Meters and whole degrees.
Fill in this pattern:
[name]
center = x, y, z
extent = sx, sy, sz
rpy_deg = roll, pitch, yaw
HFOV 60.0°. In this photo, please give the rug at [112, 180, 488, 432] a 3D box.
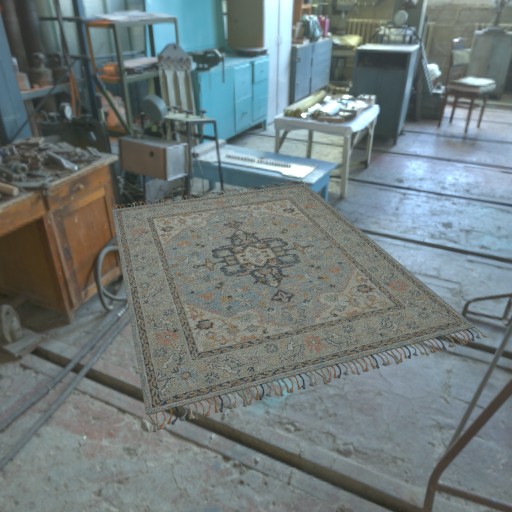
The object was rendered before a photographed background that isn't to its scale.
[rug]
center = 0.000, 0.000, 4.098
extent = 2.379, 0.011, 3.221
rpy_deg = -10, 32, -16
